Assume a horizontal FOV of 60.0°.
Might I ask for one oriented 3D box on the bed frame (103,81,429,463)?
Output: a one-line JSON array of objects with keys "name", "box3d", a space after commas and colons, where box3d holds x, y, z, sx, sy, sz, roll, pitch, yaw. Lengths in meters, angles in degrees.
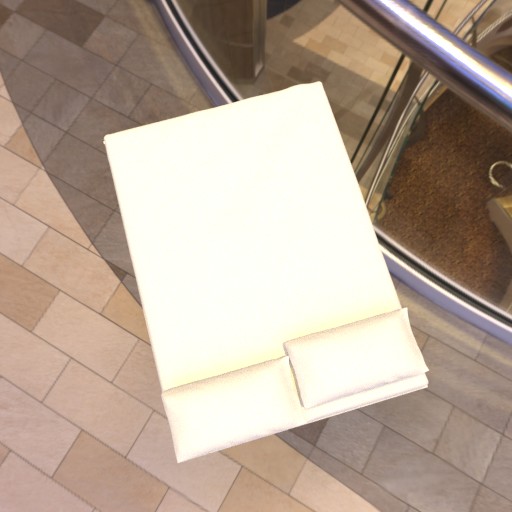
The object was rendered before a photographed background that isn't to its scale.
[{"name": "bed frame", "box3d": [0.000, 0.000, 2.623, 1.450, 0.629, 1.950, -15, 77, -4]}]
